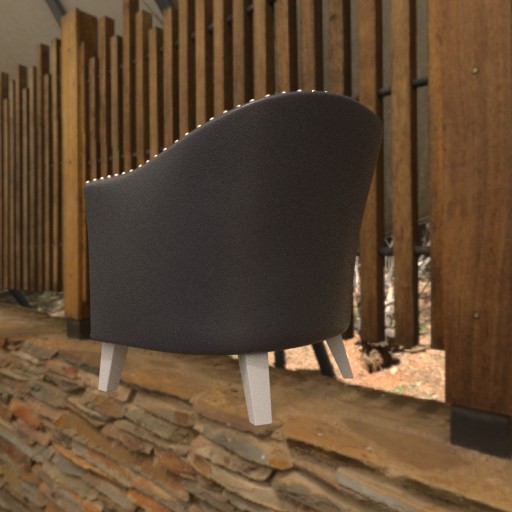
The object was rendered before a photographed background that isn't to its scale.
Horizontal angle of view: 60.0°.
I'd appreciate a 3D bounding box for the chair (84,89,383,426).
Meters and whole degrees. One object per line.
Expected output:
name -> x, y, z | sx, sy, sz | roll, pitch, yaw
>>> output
chair -> 0.000, 0.000, 1.413 | 0.748, 0.823, 0.794 | 0, 0, 36
